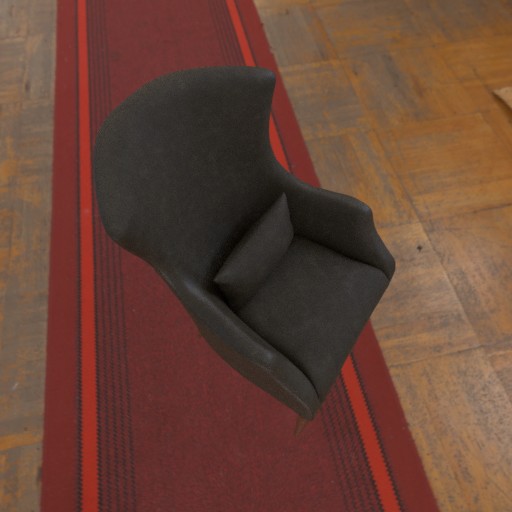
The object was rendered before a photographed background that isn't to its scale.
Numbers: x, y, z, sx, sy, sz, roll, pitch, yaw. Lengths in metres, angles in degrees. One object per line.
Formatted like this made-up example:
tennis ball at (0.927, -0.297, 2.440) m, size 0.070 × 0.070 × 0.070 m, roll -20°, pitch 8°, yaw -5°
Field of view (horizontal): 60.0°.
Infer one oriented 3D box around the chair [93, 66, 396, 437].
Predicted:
chair at (0.000, 0.000, 1.696) m, size 0.954 × 1.068 × 0.819 m, roll 29°, pitch 62°, yaw 17°
